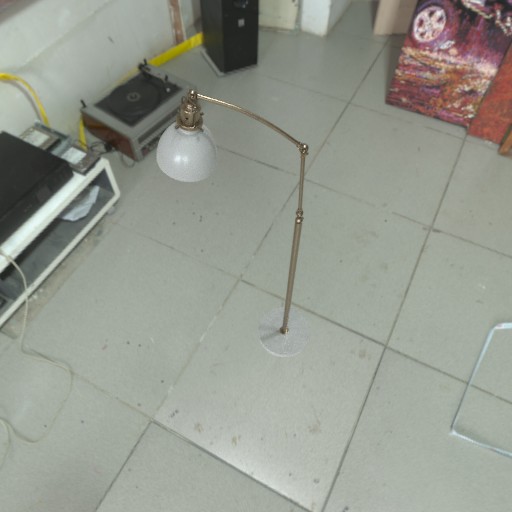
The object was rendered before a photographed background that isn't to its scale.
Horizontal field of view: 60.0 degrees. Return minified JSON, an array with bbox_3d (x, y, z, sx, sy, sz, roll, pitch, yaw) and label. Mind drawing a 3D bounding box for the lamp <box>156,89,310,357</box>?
[{"bbox_3d":[0.000,0.000,1.814,0.599,1.586,0.288,-2,57,-1],"label":"lamp"}]
